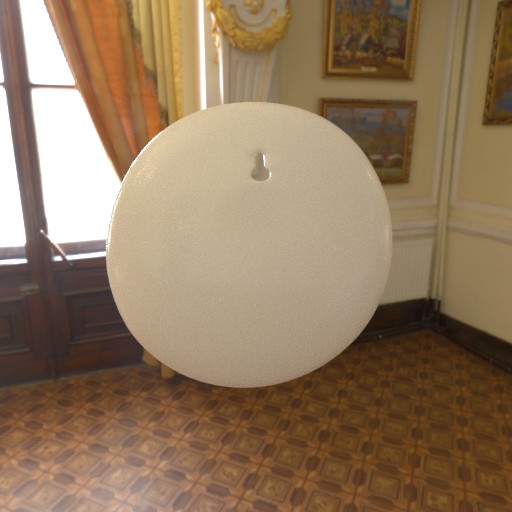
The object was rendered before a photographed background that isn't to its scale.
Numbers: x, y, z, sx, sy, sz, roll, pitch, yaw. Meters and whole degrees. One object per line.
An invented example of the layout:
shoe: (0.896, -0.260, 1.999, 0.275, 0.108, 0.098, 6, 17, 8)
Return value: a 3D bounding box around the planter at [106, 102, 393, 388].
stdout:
planter: (0.000, 0.000, 0.285, 0.185, 0.188, 0.043, -2, 15, -9)
